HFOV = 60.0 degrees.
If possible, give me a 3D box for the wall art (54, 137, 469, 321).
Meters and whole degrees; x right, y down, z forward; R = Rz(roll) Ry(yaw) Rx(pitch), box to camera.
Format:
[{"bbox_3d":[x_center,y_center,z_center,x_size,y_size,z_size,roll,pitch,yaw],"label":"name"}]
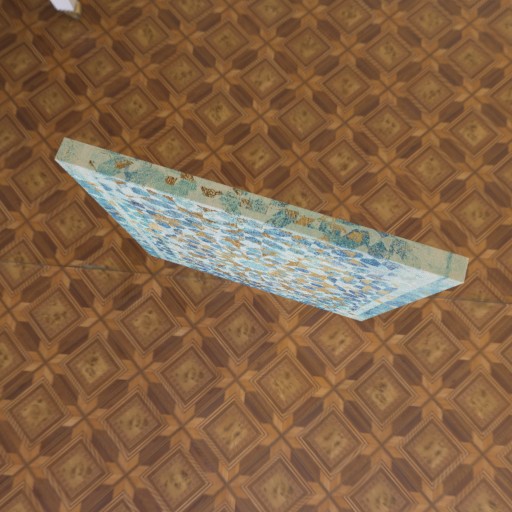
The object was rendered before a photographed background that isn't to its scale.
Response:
[{"bbox_3d":[0.000,0.000,0.928,0.609,0.609,0.040,17,77,4],"label":"wall art"}]
